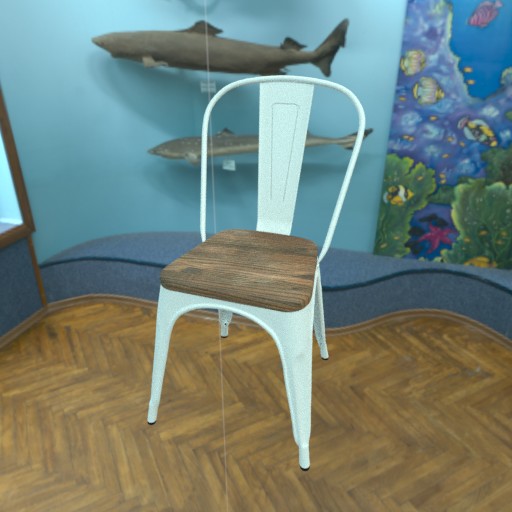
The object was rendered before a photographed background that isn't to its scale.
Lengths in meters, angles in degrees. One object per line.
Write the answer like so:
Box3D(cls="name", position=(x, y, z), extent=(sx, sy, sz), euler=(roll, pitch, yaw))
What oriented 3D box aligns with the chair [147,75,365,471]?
Box3D(cls="chair", position=(0.000, 0.000, 1.171), extent=(0.452, 0.851, 0.521), euler=(9, 28, 17))
